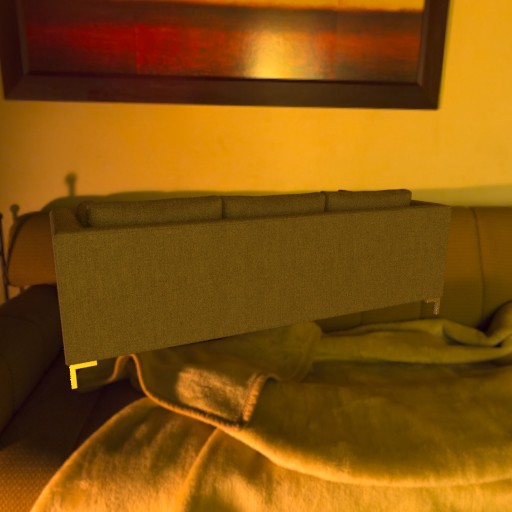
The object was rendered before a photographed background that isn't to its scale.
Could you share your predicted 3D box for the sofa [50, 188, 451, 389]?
[{"bbox_3d":[0.000,0.000,2.926,2.415,0.867,0.969,-6,15,-24],"label":"sofa"}]
